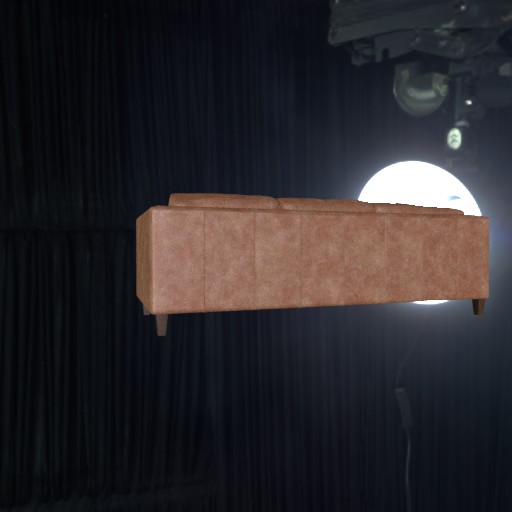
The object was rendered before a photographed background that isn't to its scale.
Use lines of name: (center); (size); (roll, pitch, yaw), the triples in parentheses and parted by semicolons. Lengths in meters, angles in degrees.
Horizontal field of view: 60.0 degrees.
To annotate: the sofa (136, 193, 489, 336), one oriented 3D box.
sofa: (0.000, 0.000, 4.425); (2.430, 0.832, 3.401); (0, 1, -19)
